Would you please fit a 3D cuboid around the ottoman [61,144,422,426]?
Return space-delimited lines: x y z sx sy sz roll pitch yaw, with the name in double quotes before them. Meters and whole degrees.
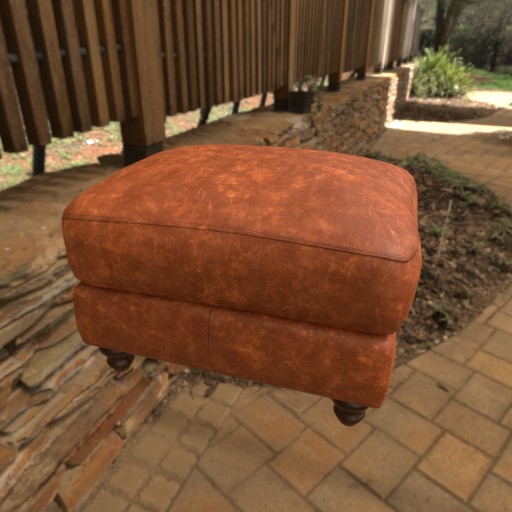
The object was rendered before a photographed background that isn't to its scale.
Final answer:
"ottoman" 0.000 0.000 1.251 0.832 0.562 0.657 8 27 16
